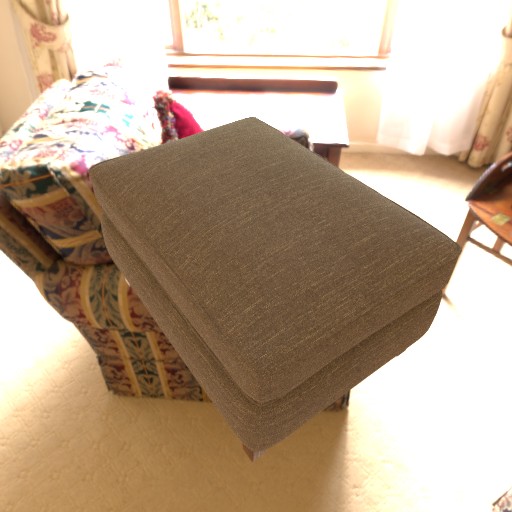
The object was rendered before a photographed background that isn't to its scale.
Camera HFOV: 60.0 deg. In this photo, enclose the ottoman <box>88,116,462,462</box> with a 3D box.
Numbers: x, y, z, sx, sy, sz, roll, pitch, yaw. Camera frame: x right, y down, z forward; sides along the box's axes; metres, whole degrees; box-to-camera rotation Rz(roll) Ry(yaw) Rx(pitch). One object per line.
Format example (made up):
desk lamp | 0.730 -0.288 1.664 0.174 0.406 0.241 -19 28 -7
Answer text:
ottoman | 0.000 0.000 0.994 0.508 0.406 0.686 -26 49 -25
